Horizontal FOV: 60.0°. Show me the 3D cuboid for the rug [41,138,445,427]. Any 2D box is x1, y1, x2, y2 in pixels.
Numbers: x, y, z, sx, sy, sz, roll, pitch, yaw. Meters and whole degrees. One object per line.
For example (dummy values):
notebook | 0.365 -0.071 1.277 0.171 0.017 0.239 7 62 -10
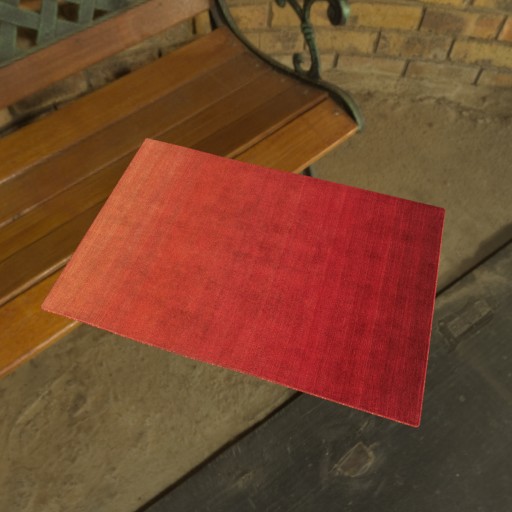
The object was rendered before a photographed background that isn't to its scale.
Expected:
rug | 0.000 0.000 2.320 1.835 0.018 1.230 15 60 9
